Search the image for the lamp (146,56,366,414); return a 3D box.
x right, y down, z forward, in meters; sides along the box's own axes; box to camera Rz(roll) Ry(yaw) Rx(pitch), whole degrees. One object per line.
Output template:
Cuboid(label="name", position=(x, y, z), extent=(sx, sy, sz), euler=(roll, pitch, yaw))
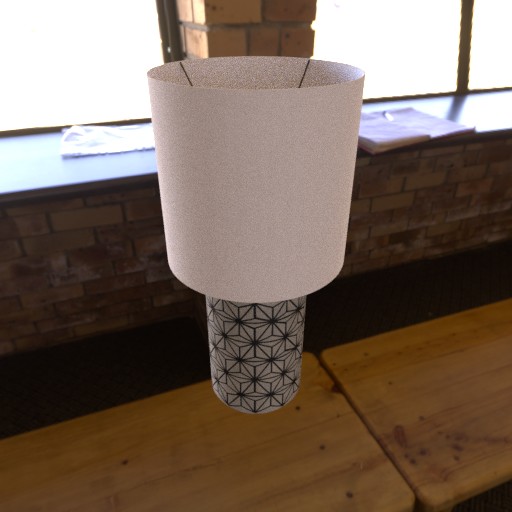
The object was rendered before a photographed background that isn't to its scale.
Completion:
Cuboid(label="lamp", position=(0.000, 0.000, 0.531), extent=(0.206, 0.416, 0.206), euler=(21, 37, 31))
